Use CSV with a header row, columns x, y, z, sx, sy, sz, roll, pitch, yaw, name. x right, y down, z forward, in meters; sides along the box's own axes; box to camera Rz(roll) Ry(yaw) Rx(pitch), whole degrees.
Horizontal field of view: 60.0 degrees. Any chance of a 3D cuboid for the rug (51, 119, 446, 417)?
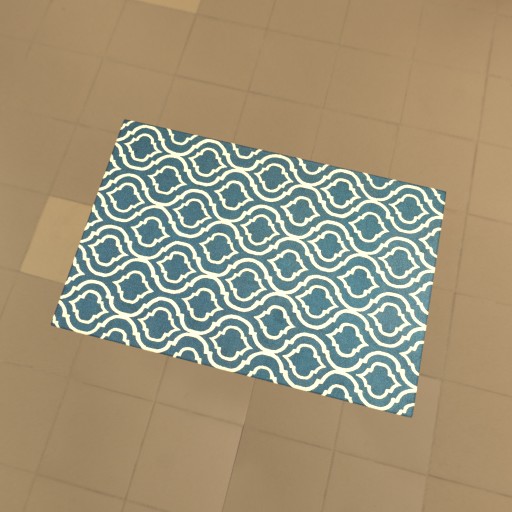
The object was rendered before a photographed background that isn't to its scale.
x,y,z,sx,sy,sz,roll,pitch,yaw,name
0.000,0.000,2.213,1.753,0.010,1.143,13,76,3,rug
